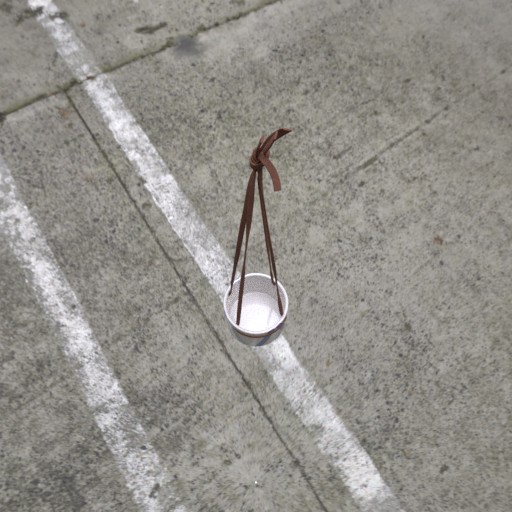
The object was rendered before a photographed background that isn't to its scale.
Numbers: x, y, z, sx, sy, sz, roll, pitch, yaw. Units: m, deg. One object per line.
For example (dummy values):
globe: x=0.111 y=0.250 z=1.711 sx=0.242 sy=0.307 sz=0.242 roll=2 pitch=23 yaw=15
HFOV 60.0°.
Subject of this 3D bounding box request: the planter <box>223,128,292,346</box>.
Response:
planter: x=0.000 y=0.000 z=0.820 sx=0.153 sy=0.753 sz=0.157 roll=-31 pitch=67 yaw=-15
